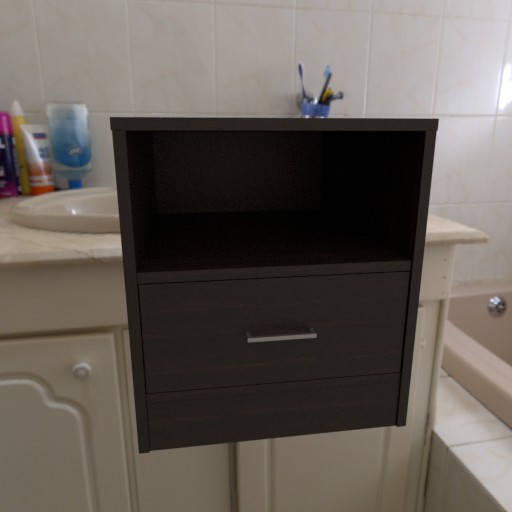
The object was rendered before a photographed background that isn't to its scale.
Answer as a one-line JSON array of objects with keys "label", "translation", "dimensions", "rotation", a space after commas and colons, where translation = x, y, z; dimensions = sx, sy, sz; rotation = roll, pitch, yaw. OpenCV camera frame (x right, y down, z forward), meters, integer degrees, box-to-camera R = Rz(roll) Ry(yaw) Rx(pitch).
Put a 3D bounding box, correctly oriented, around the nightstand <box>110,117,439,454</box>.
[{"label": "nightstand", "translation": [0.000, 0.000, 0.795], "dimensions": [0.400, 0.460, 0.461], "rotation": [-2, 16, -8]}]
